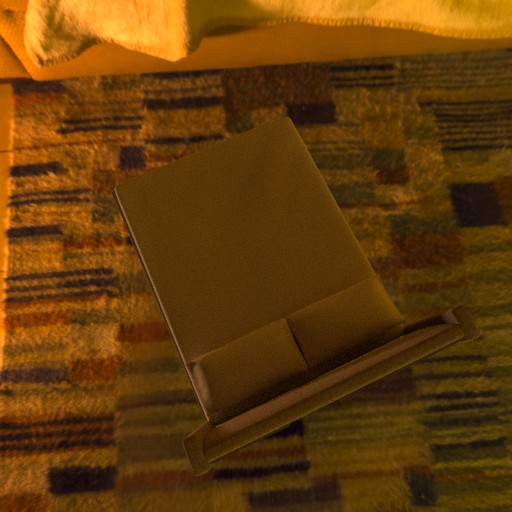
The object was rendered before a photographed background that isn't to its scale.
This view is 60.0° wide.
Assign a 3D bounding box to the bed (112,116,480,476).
[{"bbox_3d":[0.000,0.000,3.321,1.714,1.481,2.245,-24,76,-7],"label":"bed"}]
